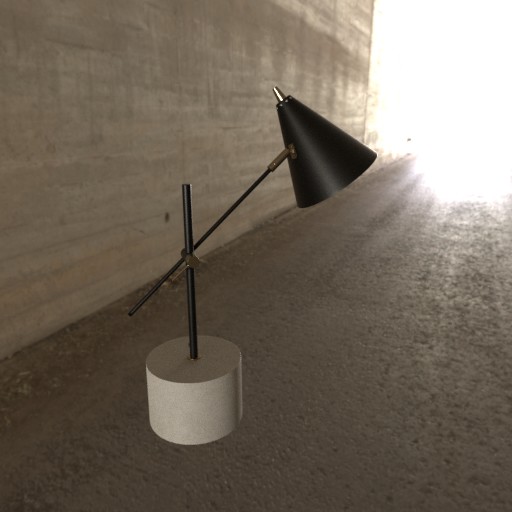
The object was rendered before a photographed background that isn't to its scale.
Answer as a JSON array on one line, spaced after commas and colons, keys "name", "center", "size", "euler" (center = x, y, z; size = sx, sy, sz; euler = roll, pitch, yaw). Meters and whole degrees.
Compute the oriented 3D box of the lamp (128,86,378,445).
[{"name": "lamp", "center": [0.000, 0.000, 0.711], "size": [0.403, 0.518, 0.214], "euler": [-3, 17, -10]}]
